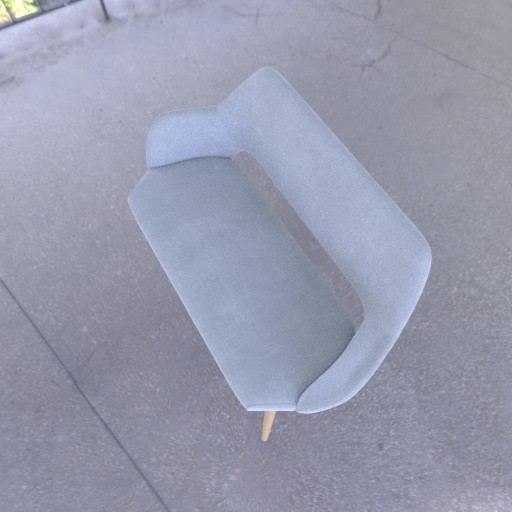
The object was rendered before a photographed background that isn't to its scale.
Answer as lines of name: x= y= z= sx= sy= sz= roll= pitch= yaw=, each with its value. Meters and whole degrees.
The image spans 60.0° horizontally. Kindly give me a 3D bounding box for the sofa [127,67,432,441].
sofa: x=0.000 y=0.000 z=1.587 sx=0.610 sy=0.840 sz=1.150 roll=-29 pitch=67 yaw=-13
